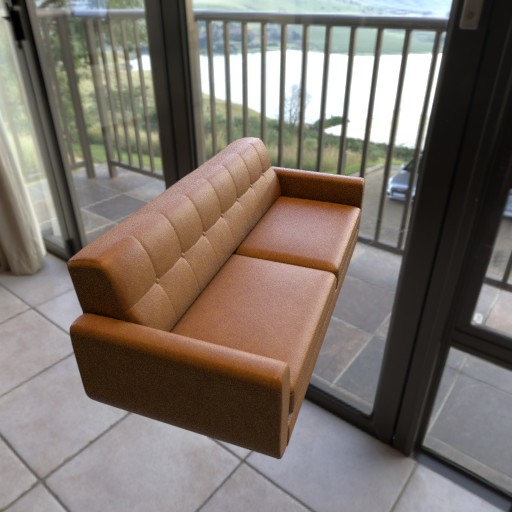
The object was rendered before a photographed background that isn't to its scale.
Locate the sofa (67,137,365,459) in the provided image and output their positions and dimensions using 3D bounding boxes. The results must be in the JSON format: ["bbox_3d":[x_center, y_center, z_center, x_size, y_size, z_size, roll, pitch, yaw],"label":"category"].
[{"bbox_3d":[0.000,0.000,2.623,0.980,0.892,2.137,10,32,17],"label":"sofa"}]
